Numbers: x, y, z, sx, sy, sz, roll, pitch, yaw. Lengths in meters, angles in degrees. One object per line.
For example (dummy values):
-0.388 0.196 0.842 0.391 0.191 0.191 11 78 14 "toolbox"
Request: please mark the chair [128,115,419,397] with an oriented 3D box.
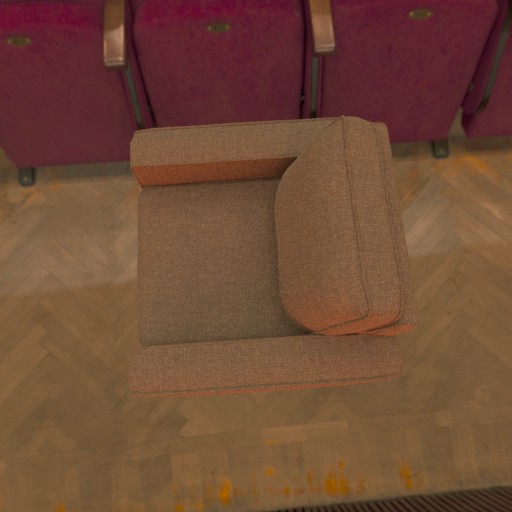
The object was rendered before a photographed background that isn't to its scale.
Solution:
0.000 0.000 1.735 0.940 0.914 1.016 -4 75 -1 "chair"
